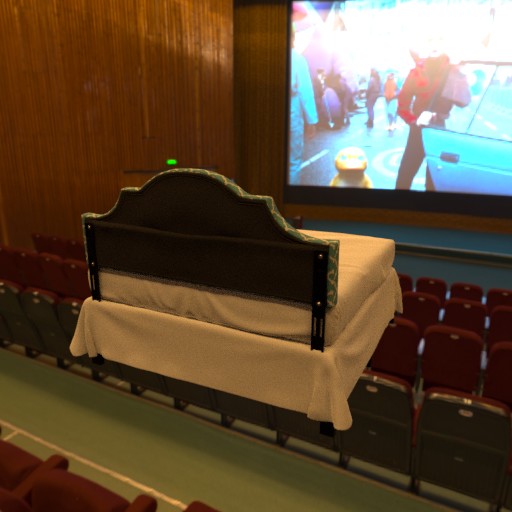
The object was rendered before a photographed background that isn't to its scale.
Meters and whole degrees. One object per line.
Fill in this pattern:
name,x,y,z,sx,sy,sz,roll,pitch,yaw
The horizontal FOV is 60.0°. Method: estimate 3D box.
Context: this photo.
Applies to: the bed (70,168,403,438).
bed,0.000,0.000,3.820,2.314,1.601,2.222,8,17,26
